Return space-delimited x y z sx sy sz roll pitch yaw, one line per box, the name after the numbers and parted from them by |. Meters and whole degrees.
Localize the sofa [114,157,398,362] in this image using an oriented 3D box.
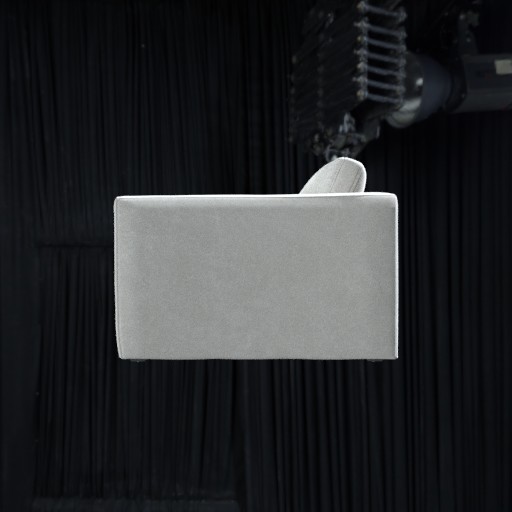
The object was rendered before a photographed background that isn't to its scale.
0.000 0.000 2.784 1.090 0.838 2.588 0 0 0 | sofa
